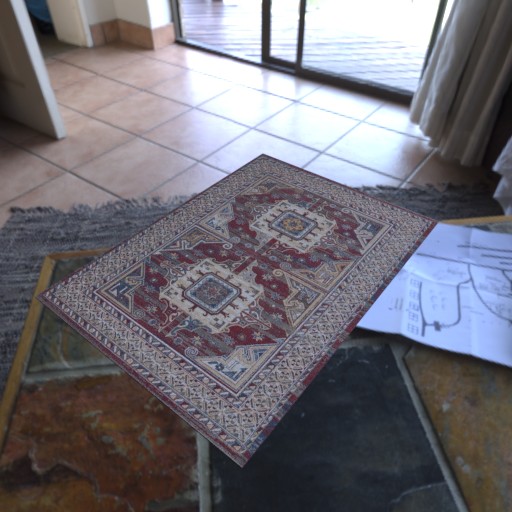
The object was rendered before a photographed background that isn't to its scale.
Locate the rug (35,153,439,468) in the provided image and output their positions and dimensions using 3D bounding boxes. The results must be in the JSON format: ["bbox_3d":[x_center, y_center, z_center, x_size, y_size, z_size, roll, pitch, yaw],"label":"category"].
[{"bbox_3d":[0.000,0.000,2.907,1.599,0.011,2.210,28,49,28],"label":"rug"}]
